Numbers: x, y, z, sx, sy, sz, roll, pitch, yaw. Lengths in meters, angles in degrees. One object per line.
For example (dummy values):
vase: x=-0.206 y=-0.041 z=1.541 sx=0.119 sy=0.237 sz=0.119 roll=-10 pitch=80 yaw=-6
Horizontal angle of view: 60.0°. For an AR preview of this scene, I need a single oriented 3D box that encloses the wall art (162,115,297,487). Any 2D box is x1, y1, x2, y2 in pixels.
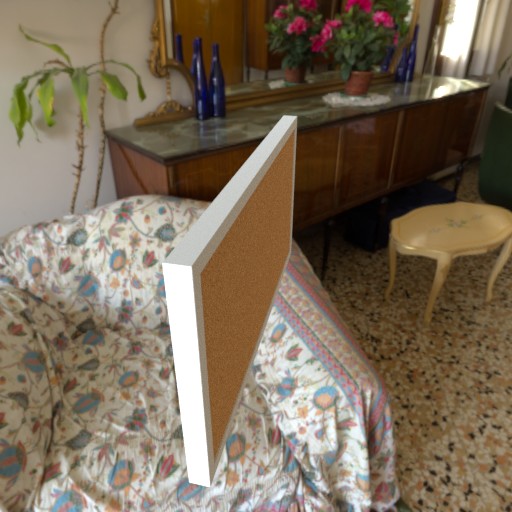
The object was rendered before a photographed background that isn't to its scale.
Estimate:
wall art: x=0.000 y=0.000 z=0.978 sx=0.038 sy=0.431 sz=0.812 roll=7 pitch=31 yaw=12
